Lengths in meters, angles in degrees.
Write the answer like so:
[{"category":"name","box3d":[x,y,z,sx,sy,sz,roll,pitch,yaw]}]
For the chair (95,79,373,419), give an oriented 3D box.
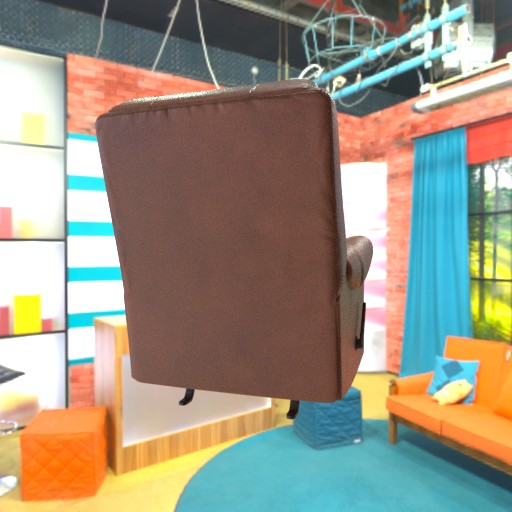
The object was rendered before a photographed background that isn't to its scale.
[{"category":"chair","box3d":[0.000,0.000,1.750,0.838,1.054,1.014,0,1,19]}]
